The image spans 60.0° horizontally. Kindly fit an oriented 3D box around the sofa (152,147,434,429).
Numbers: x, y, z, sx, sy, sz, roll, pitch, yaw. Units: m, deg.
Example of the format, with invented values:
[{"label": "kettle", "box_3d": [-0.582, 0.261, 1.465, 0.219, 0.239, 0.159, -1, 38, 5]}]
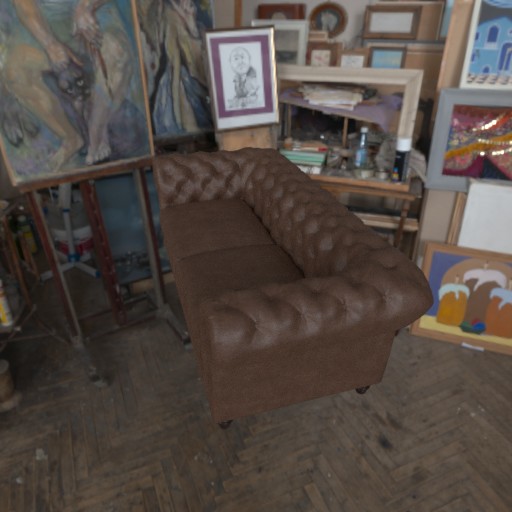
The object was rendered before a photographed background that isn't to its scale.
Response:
[{"label": "sofa", "box_3d": [0.000, 0.000, 2.575, 0.955, 0.784, 2.048, -9, 31, -15]}]
